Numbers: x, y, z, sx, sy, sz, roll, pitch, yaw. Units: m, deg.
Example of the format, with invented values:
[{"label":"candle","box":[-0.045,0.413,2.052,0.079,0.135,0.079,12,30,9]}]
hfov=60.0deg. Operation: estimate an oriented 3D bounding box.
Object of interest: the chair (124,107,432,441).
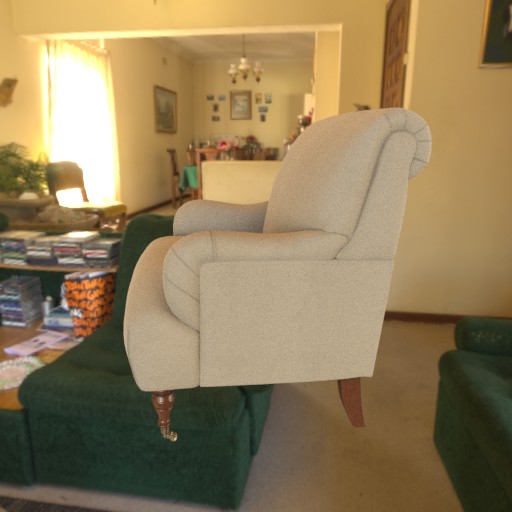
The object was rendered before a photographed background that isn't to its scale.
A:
[{"label":"chair","box":[0.000,0.000,1.520,0.842,0.942,0.766,-2,15,-8]}]
